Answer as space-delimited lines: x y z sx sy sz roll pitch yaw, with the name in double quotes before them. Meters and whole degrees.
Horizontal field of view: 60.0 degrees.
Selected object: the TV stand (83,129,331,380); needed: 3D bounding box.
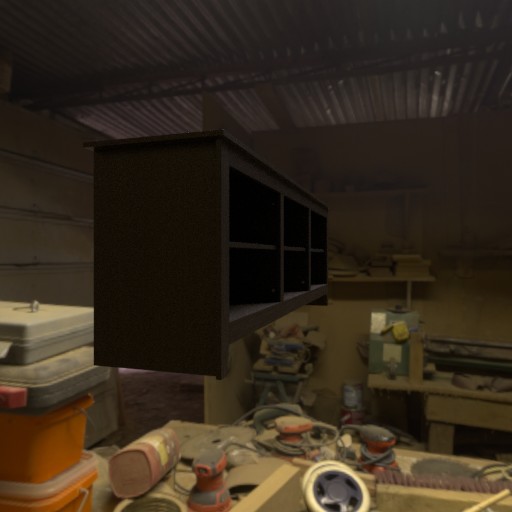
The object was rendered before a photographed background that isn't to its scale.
"TV stand" 0.000 0.000 1.975 0.406 0.610 1.778 0 0 18
